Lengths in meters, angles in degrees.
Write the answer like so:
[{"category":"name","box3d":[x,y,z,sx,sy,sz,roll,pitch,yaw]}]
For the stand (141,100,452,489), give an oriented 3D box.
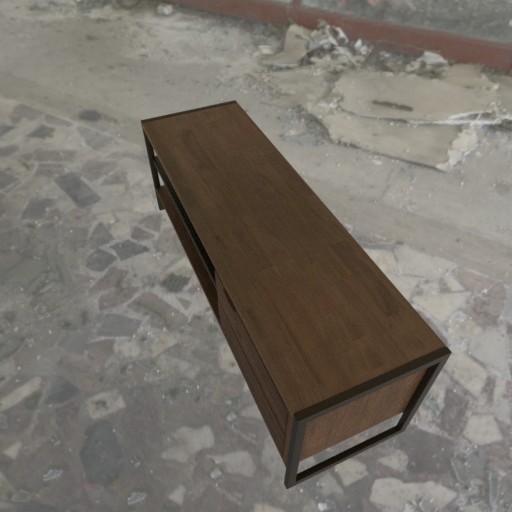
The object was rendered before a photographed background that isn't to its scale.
[{"category":"stand","box3d":[0.000,0.000,1.730,0.454,0.506,1.480,-18,49,-16]}]
